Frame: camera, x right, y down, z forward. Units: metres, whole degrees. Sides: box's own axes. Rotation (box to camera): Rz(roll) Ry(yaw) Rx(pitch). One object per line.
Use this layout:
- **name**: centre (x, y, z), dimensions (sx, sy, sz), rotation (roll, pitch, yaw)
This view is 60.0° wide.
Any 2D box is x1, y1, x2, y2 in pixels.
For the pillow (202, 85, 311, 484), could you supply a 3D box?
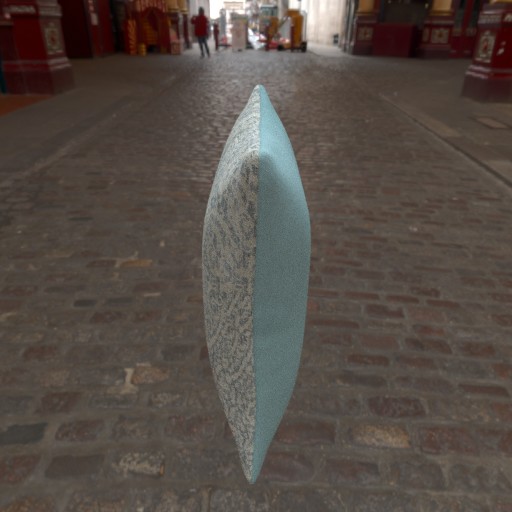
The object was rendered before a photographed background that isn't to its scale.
- **pillow**: centre (0.000, 0.000, 0.781), dimensions (0.166, 0.507, 0.526), rotation (0, 28, 0)
